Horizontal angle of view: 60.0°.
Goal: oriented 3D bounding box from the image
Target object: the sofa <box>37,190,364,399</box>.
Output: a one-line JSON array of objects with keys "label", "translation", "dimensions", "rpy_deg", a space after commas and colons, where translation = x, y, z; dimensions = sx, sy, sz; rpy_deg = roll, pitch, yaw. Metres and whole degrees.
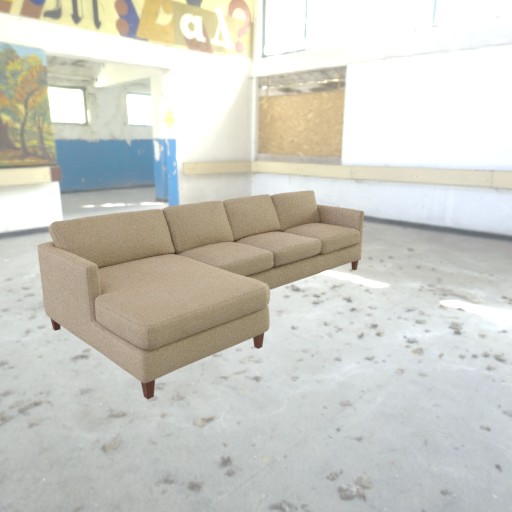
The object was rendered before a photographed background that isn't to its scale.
[{"label": "sofa", "translation": [0.000, 0.000, 3.928], "dimensions": [3.201, 0.876, 1.502], "rpy_deg": [-14, 20, -43]}]
